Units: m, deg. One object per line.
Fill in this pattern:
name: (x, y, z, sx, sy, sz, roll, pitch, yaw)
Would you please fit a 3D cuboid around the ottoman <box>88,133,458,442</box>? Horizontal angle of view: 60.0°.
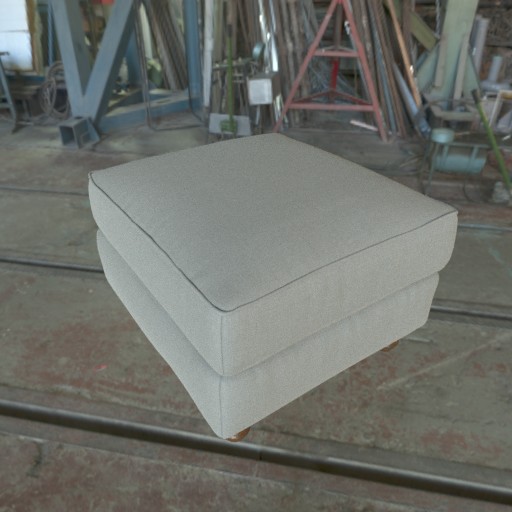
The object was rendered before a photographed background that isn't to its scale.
ottoman: (0.000, 0.000, 1.163, 0.662, 0.505, 0.716, -20, 38, -28)
